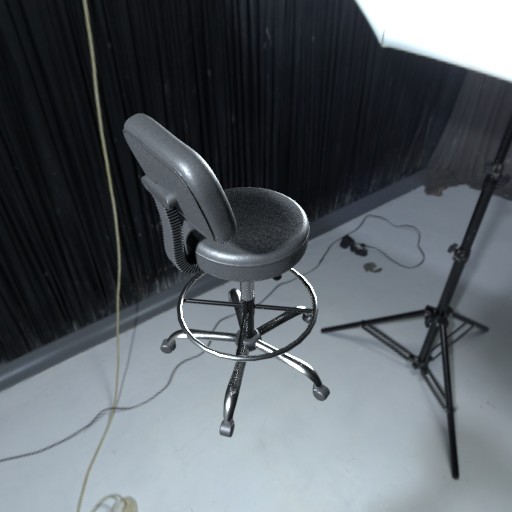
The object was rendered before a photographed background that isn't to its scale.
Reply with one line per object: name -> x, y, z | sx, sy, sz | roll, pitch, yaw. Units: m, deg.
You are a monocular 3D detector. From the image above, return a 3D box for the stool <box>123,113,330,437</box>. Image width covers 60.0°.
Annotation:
stool -> 0.000, 0.000, 1.532 | 0.658, 1.069, 0.694 | -25, 46, -27
